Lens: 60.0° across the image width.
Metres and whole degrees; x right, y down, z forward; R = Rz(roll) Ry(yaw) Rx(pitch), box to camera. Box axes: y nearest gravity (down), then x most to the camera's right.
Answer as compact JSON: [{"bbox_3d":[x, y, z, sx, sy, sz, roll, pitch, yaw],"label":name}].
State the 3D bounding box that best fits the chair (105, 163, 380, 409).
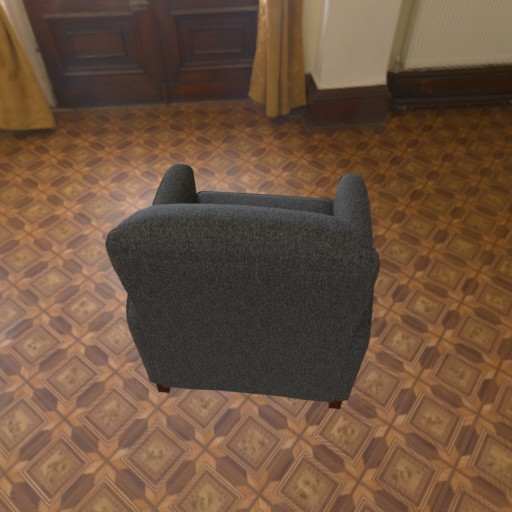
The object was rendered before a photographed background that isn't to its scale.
[{"bbox_3d":[0.000,0.000,1.650,0.839,1.016,0.850,4,47,4],"label":"chair"}]
